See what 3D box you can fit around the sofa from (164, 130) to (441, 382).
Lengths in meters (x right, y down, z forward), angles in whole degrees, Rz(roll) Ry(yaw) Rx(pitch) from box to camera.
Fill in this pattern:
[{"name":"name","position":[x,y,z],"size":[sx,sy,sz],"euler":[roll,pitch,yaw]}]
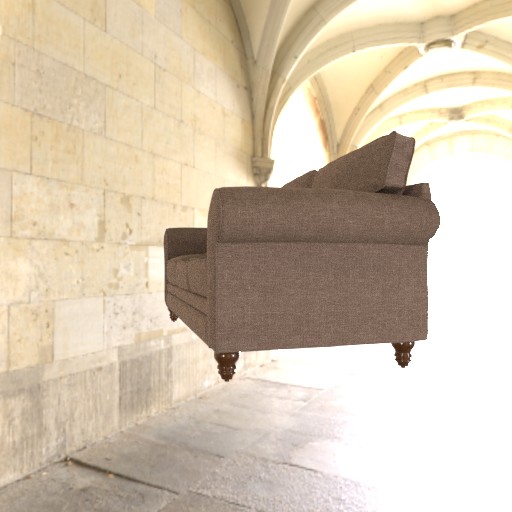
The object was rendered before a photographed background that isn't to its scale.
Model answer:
[{"name":"sofa","position":[0.000,0.000,2.593],"size":[0.916,0.961,2.084],"euler":[0,-1,-17]}]
